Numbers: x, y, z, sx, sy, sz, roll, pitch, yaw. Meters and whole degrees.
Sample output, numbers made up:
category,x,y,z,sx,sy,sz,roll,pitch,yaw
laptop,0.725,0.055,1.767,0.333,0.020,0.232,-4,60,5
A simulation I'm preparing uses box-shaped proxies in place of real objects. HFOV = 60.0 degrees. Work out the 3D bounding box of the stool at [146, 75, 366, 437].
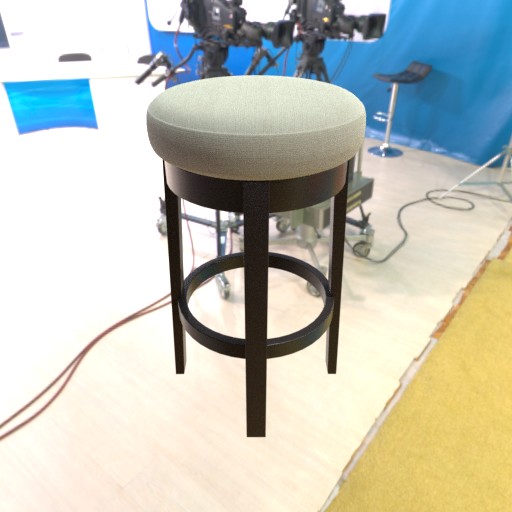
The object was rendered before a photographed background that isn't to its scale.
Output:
category,x,y,z,sx,sy,sz,roll,pitch,yaw
stool,0.000,0.000,1.054,0.446,0.758,0.446,0,32,0
